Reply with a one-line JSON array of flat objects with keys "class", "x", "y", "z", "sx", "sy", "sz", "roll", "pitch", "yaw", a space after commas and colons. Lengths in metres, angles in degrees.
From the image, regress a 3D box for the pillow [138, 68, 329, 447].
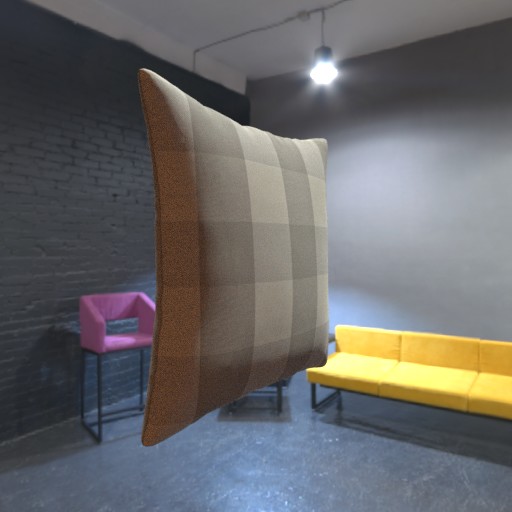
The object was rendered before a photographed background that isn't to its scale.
[{"class": "pillow", "x": 0.000, "y": 0.000, "z": 0.794, "sx": 0.161, "sy": 0.509, "sz": 0.511, "roll": 1, "pitch": 2, "yaw": 37}]
